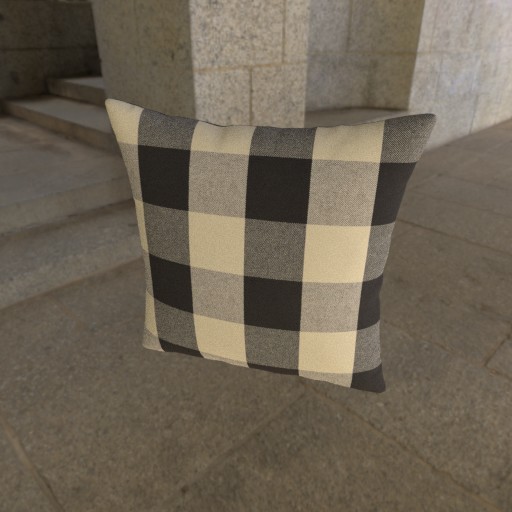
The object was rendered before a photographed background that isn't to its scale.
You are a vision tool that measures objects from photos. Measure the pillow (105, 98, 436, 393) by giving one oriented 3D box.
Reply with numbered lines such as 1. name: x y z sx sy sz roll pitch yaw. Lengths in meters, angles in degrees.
1. pillow: 0.000 0.000 0.781 0.511 0.509 0.161 7 29 14
